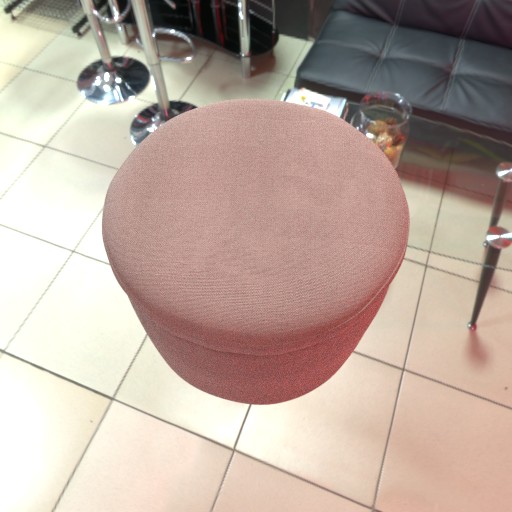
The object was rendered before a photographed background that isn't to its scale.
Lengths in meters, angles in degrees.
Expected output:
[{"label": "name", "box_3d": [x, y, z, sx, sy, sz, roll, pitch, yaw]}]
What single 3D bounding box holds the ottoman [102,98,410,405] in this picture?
[{"label": "ottoman", "box_3d": [0.000, 0.000, 0.863, 0.497, 0.409, 0.497, 0, 59, 0]}]
